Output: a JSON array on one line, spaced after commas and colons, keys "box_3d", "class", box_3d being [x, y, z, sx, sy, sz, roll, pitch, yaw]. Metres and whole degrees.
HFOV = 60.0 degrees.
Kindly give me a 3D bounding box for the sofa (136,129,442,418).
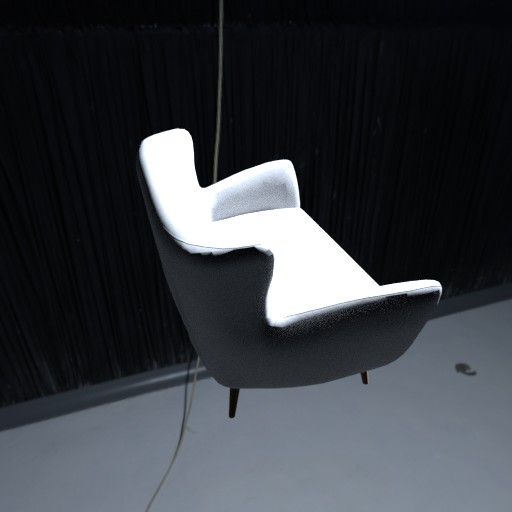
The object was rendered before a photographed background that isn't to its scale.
[{"box_3d": [0.000, 0.000, 2.026, 0.921, 0.878, 1.424, -10, 32, -16], "class": "sofa"}]
